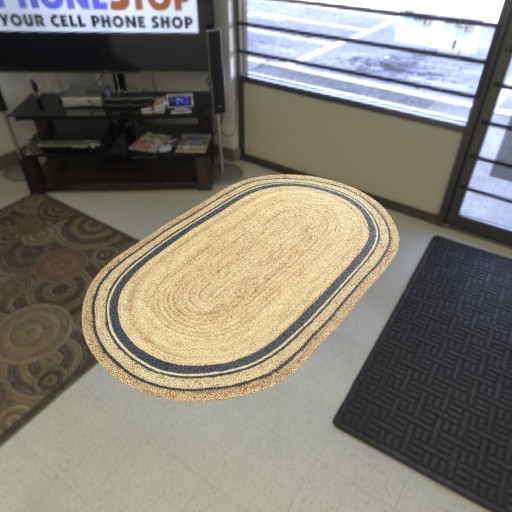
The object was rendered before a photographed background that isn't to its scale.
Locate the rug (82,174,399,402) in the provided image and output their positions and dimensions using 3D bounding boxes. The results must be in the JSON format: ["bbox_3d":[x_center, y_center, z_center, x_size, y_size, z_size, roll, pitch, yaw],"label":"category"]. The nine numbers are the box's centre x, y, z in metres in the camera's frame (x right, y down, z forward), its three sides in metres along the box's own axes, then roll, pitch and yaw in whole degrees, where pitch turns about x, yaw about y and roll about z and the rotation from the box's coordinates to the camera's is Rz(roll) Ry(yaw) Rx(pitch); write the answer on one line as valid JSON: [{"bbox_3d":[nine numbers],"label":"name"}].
[{"bbox_3d":[0.000,0.000,3.022,1.520,0.006,2.432,26,46,28],"label":"rug"}]
